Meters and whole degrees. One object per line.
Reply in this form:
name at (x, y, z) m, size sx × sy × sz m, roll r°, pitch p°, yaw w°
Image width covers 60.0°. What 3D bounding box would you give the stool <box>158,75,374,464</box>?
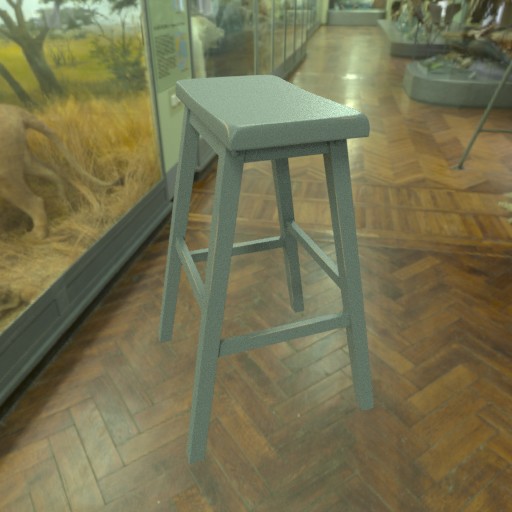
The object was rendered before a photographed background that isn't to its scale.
stool at (0.000, 0.000, 1.056) m, size 0.476 × 0.737 × 0.457 m, roll -10°, pitch 32°, yaw -17°
